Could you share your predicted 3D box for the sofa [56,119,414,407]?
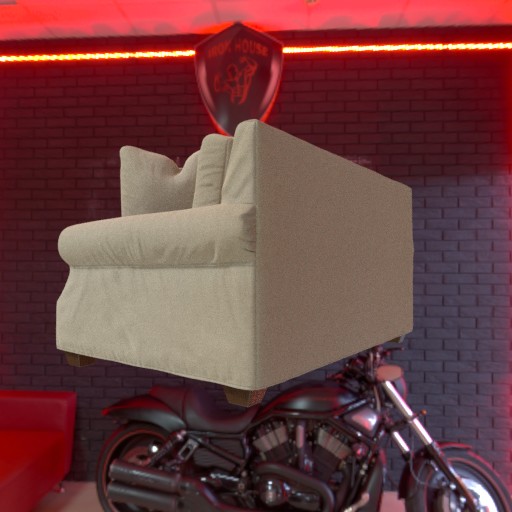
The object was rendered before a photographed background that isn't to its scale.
[{"bbox_3d":[0.000,0.000,2.109,1.070,0.905,1.550,-1,-1,36],"label":"sofa"}]
